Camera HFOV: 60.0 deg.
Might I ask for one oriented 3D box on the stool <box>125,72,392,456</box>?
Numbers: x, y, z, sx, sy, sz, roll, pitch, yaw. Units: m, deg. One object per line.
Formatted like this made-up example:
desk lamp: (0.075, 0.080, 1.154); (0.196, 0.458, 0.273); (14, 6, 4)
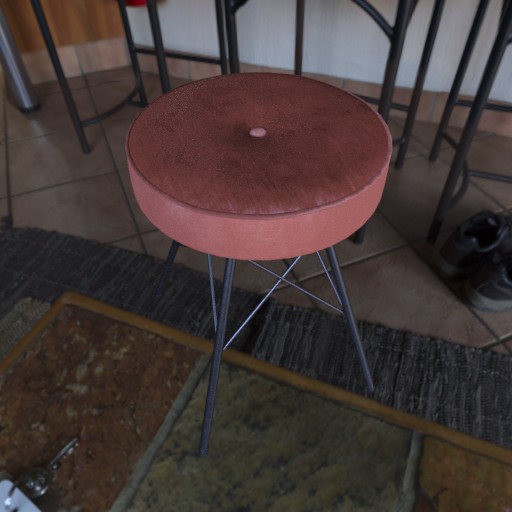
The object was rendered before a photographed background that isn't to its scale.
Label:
stool: (0.000, 0.000, 0.890); (0.421, 0.593, 0.457); (-16, 49, -14)
